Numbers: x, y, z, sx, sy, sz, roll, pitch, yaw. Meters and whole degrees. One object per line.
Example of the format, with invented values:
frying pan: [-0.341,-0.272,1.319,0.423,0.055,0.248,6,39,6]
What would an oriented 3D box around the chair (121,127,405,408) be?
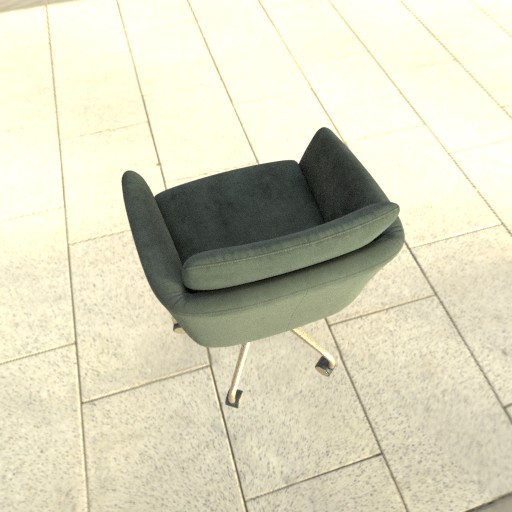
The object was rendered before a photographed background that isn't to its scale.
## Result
chair: [0.000,0.000,1.342,0.641,0.908,0.635,-16,58,-10]
